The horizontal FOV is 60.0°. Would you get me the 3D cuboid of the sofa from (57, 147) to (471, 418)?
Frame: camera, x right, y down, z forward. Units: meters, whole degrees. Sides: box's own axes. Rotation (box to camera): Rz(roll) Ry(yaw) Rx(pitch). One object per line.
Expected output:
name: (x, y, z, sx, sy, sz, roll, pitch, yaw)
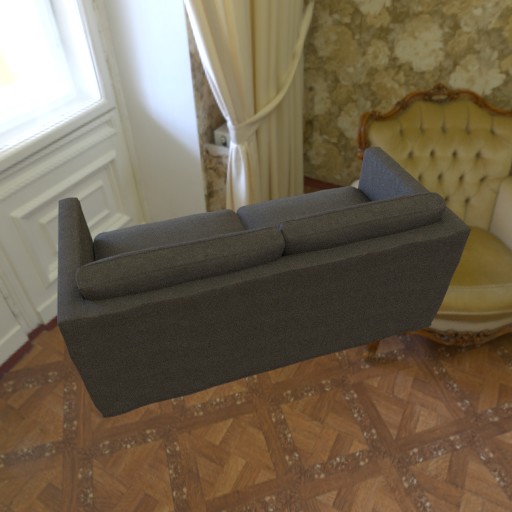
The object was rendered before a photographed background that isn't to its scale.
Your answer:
sofa: (0.000, 0.000, 2.478, 1.982, 0.855, 0.953, -12, 43, -14)
